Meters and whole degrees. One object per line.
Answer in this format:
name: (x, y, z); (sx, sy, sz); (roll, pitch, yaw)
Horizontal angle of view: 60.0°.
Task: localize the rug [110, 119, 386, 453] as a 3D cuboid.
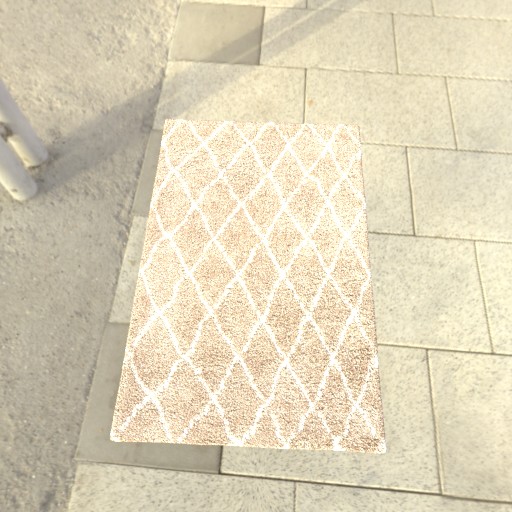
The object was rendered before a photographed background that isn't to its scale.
rug: (0.000, 0.000, 3.456); (1.778, 0.030, 2.743); (2, 64, 1)
